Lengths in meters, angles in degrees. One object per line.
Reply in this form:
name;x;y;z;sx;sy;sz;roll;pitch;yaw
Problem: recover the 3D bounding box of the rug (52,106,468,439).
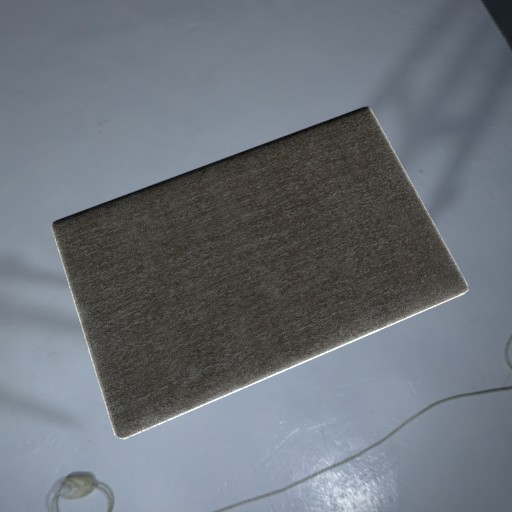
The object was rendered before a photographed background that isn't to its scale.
rug;0.000;0.000;3.020;2.469;0.024;1.539;-22;76;-6
